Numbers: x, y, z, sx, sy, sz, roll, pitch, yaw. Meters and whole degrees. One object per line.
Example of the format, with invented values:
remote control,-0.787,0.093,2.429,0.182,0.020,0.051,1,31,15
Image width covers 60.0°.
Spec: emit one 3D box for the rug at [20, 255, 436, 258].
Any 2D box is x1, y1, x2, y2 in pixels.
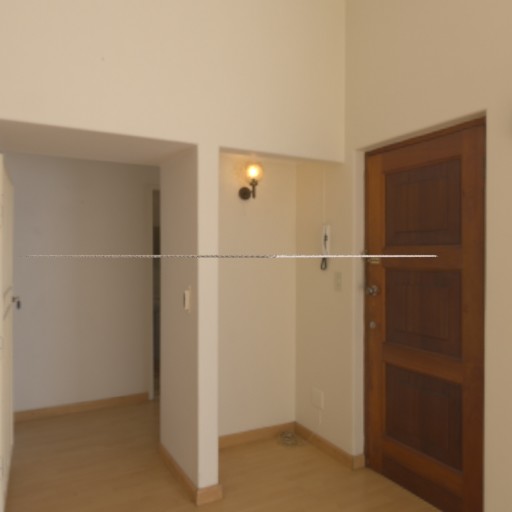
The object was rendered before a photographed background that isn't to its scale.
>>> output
rug,0.000,0.000,3.795,2.256,0.013,2.910,0,0,36
